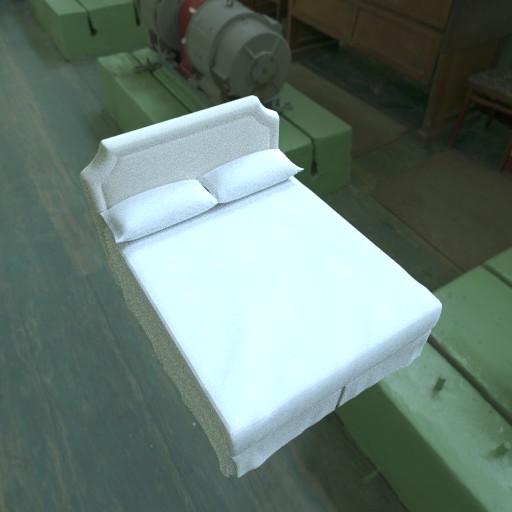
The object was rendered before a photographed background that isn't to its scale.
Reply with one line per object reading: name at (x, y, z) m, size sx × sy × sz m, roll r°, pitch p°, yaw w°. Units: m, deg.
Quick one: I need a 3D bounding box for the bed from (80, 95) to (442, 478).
bed at (0.000, 0.000, 3.868) m, size 2.134 × 1.524 × 2.548 m, roll -25°, pitch 51°, yaw -22°
